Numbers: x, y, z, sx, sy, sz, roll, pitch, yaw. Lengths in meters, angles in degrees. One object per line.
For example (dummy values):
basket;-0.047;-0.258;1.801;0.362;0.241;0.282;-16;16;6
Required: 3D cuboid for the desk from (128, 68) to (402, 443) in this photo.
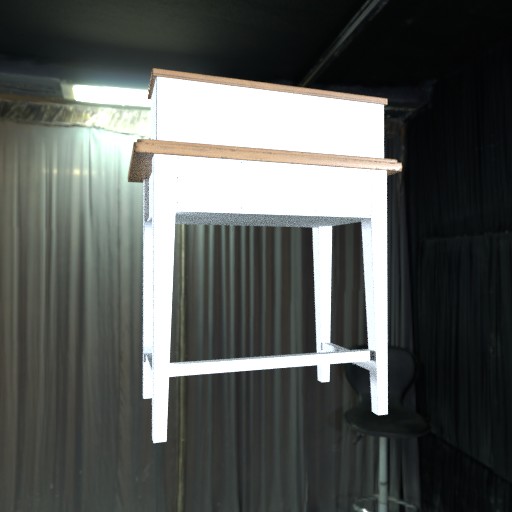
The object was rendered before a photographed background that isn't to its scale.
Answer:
desk;0.000;0.000;1.485;0.814;0.981;0.462;0;-1;-18
